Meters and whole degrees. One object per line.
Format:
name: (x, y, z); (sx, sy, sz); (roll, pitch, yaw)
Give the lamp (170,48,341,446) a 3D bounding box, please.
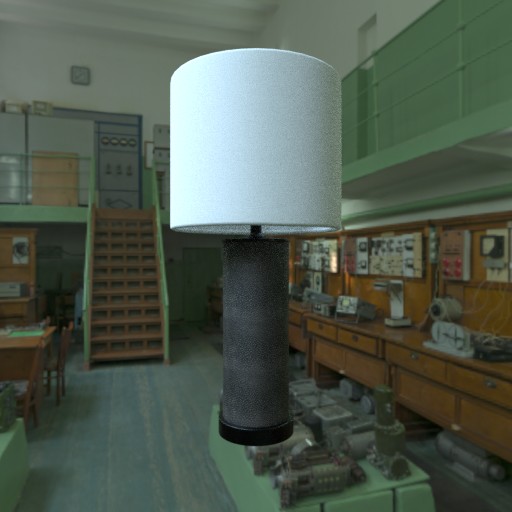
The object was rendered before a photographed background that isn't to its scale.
lamp: (0.000, 0.000, 0.805); (0.305, 0.634, 0.305); (0, 0, -19)
